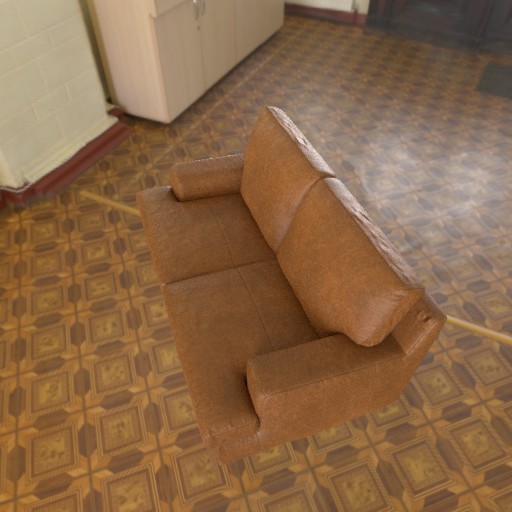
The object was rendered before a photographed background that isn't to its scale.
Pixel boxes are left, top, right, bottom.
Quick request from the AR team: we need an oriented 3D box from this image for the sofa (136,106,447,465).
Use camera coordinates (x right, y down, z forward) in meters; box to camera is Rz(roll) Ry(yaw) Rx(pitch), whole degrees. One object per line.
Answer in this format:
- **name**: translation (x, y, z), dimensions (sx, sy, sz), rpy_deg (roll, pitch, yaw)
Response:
- **sofa**: translation (0.000, 0.000, 2.574), dimensions (1.144, 0.966, 1.880), rpy_deg (-15, 48, -14)
